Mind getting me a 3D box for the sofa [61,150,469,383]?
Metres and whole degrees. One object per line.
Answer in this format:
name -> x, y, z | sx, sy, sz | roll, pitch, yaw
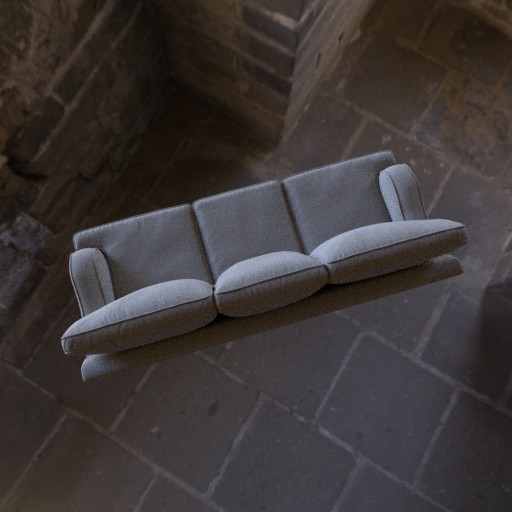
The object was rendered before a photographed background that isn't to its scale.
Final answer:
sofa -> 0.000, 0.000, 2.920 | 2.323, 0.997, 1.016 | -16, 76, -4
